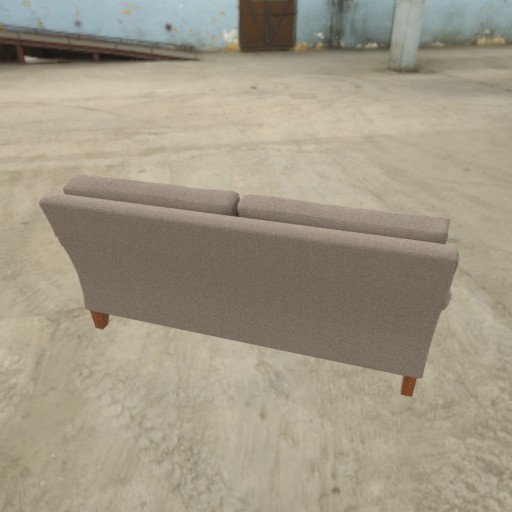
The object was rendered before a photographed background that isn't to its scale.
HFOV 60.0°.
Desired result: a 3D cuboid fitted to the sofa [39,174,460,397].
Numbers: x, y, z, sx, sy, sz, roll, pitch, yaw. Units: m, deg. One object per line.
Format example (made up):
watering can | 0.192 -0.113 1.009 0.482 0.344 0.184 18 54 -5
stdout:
sofa | 0.000 0.000 2.744 2.160 1.054 1.087 9 31 15
